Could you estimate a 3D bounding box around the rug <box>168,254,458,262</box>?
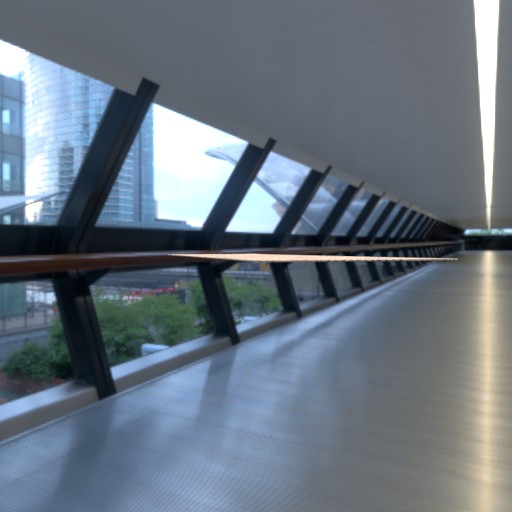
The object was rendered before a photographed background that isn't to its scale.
[{"bbox_3d":[0.000,0.000,2.657,0.771,0.009,2.443,0,1,-18],"label":"rug"}]
